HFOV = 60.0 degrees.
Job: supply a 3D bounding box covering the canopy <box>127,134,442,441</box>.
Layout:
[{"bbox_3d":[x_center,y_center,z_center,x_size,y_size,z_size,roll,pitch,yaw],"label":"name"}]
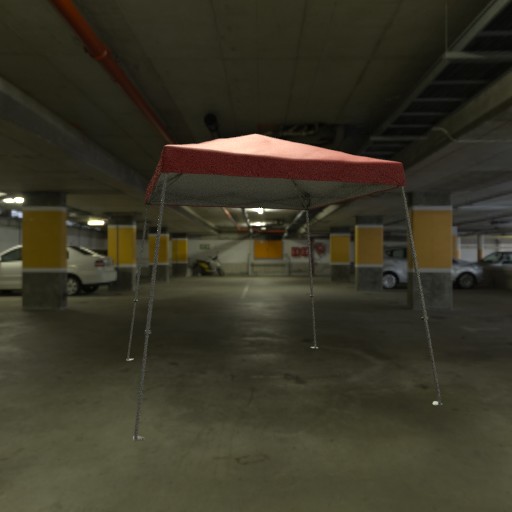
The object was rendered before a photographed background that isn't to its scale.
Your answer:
[{"bbox_3d":[0.000,0.000,5.176,2.848,2.849,2.849,0,0,-17],"label":"canopy"}]
